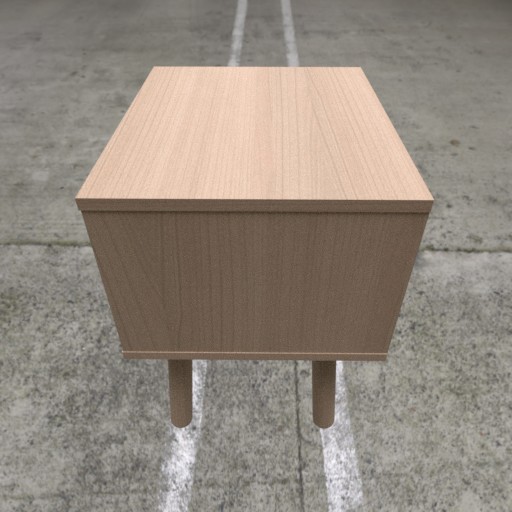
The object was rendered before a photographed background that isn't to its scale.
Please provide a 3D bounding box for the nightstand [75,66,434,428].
[{"bbox_3d":[0.000,0.000,0.811,0.380,0.530,0.450,0,40,0],"label":"nightstand"}]
